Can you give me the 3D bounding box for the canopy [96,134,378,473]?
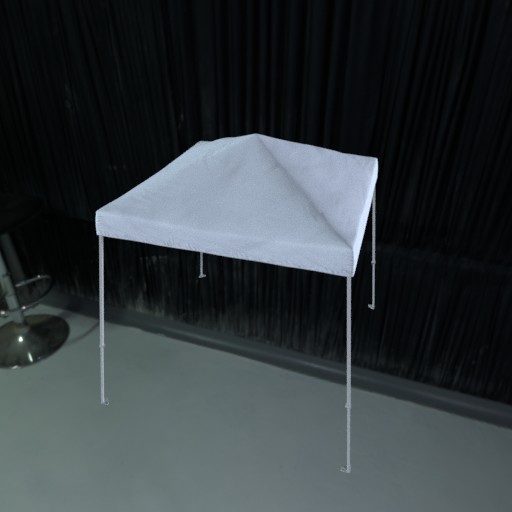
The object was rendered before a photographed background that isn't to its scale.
[{"bbox_3d":[0.000,0.000,6.539,3.599,3.600,3.600,9,32,15],"label":"canopy"}]
